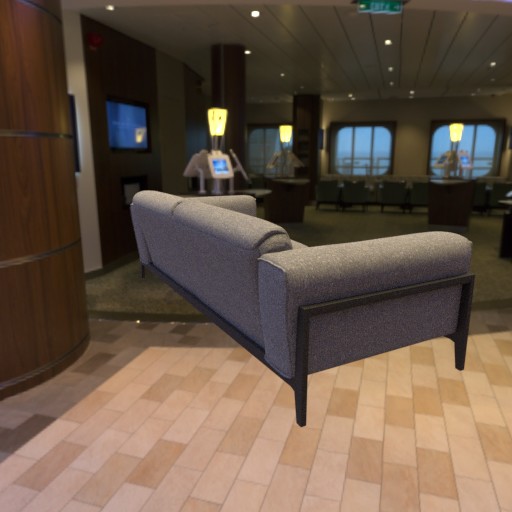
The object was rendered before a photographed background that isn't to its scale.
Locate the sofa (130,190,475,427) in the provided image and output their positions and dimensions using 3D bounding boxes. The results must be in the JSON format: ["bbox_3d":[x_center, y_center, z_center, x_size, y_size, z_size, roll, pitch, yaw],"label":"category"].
[{"bbox_3d":[0.000,0.000,2.554,0.985,0.703,2.125,-7,15,-28],"label":"sofa"}]
